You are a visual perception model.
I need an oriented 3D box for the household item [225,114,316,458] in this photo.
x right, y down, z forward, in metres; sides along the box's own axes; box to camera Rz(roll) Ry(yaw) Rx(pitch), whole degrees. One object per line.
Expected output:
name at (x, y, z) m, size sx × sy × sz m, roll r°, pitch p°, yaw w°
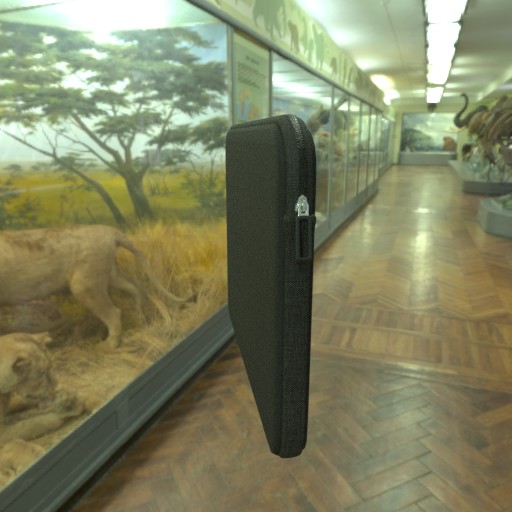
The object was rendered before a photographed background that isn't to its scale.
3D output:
household item at (0.000, 0.000, 0.522) m, size 0.030 × 0.305 × 0.396 m, roll -3°, pitch 15°, yaw -10°
